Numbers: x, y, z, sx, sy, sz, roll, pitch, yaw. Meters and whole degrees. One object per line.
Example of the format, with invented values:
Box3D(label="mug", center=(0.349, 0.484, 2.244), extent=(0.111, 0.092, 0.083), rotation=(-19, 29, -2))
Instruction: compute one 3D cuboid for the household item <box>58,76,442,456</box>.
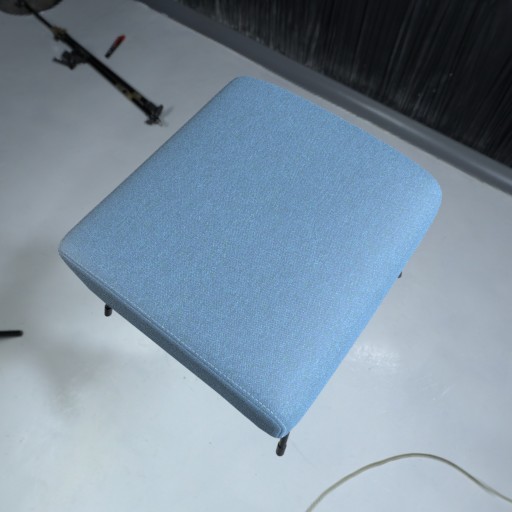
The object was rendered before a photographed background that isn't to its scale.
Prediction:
Box3D(label="household item", center=(0.000, 0.000, 0.907), extent=(0.530, 0.420, 0.530), rotation=(34, 69, 15))
